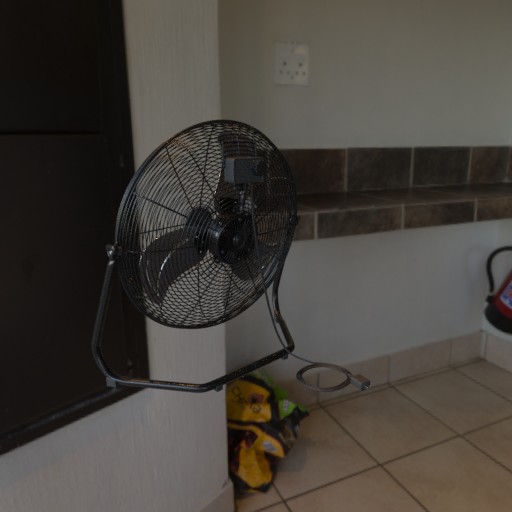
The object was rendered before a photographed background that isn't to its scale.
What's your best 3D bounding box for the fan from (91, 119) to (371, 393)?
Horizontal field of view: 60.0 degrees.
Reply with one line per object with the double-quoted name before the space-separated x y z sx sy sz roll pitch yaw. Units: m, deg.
"fan" 0.000 0.000 0.916 0.555 0.546 0.424 -13 20 -41
